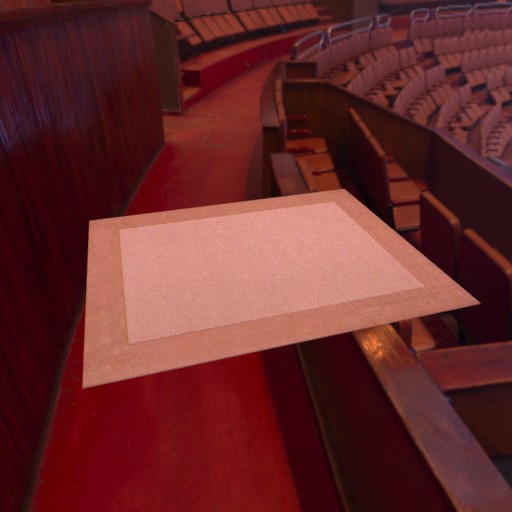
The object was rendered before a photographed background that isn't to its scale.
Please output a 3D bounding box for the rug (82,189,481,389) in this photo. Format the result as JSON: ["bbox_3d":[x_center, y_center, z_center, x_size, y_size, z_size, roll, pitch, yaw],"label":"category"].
[{"bbox_3d":[0.000,0.000,4.193,3.048,0.014,2.438,-9,33,-14],"label":"rug"}]
